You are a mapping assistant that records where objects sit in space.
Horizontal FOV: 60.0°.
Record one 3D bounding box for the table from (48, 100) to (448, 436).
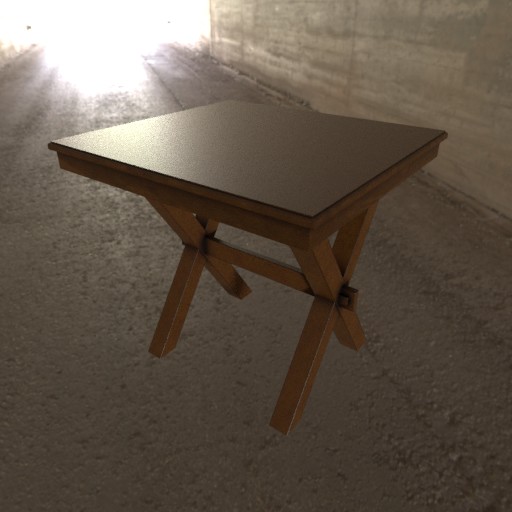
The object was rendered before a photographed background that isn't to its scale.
[{"bbox_3d":[0.000,0.000,1.040,0.602,0.562,0.560,20,35,32],"label":"table"}]
